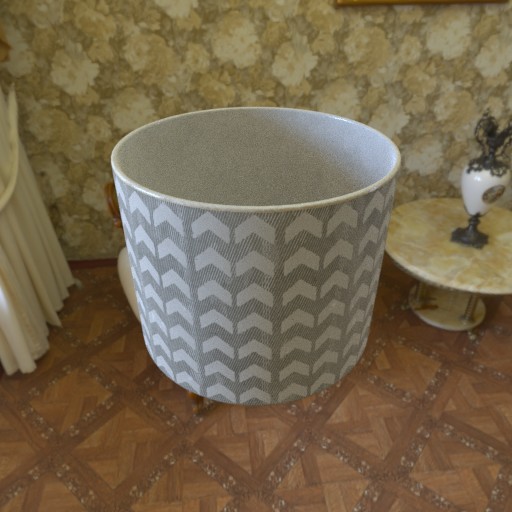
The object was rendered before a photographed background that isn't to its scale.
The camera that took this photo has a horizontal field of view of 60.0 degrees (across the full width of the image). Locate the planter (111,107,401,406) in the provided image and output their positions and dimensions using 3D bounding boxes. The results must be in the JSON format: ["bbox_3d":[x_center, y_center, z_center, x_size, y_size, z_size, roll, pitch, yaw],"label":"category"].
[{"bbox_3d":[0.000,0.000,0.460,0.250,0.239,0.250,0,33,0],"label":"planter"}]
